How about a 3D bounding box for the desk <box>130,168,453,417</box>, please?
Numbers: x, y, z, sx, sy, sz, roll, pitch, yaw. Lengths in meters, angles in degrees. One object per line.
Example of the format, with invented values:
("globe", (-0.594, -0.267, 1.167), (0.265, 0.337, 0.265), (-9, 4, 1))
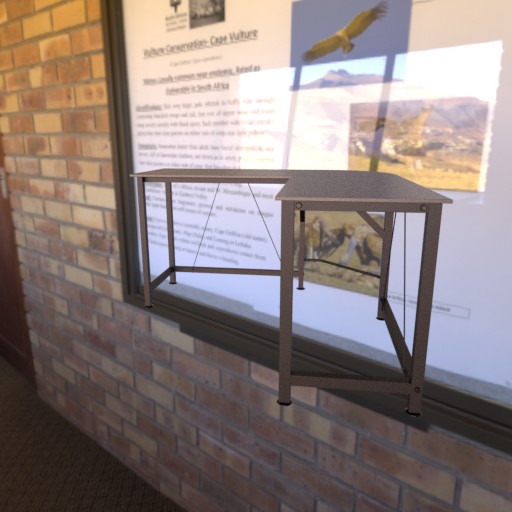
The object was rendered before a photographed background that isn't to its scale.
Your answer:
("desk", (0.000, 0.000, 2.201), (1.400, 0.762, 1.400), (2, 15, 8))
